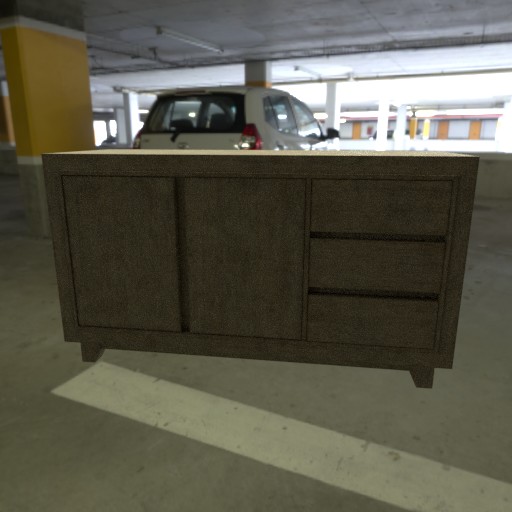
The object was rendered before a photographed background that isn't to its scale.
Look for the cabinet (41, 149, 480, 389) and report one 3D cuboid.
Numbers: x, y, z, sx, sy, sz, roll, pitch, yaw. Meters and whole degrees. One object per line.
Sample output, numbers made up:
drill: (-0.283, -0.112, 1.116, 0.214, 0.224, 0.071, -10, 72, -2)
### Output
cabinet: (0.000, 0.000, 1.807, 1.460, 0.825, 0.511, 2, 15, 8)
